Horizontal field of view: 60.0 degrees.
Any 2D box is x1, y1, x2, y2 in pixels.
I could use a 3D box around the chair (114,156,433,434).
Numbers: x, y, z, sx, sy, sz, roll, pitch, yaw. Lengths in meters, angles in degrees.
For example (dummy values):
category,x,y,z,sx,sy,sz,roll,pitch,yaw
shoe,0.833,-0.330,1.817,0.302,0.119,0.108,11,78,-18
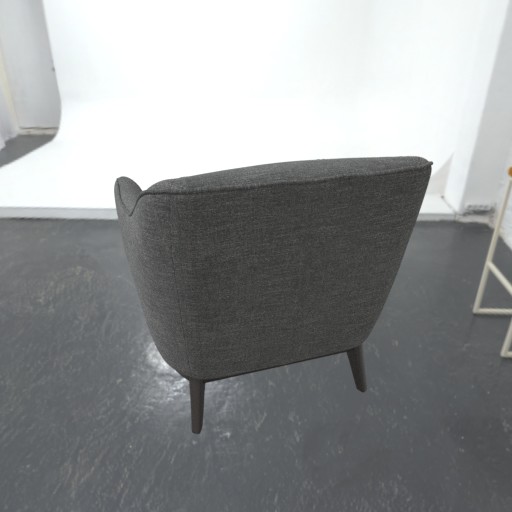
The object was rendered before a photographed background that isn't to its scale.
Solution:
category,x,y,z,sx,sy,sz,roll,pitch,yaw
chair,0.000,0.000,1.517,0.870,0.829,0.851,-8,29,-16
